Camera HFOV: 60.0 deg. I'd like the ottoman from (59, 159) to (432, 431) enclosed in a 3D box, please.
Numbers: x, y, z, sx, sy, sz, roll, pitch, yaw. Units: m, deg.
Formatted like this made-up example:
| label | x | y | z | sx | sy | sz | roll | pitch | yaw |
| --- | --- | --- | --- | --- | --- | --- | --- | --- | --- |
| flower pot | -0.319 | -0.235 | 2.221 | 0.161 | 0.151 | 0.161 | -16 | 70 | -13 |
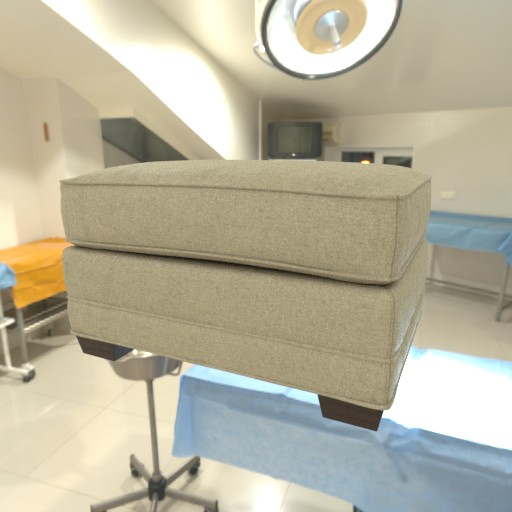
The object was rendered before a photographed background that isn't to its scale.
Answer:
| label | x | y | z | sx | sy | sz | roll | pitch | yaw |
| --- | --- | --- | --- | --- | --- | --- | --- | --- | --- |
| ottoman | 0.000 | 0.000 | 1.206 | 0.848 | 0.508 | 0.611 | 7 | 15 | 25 |
